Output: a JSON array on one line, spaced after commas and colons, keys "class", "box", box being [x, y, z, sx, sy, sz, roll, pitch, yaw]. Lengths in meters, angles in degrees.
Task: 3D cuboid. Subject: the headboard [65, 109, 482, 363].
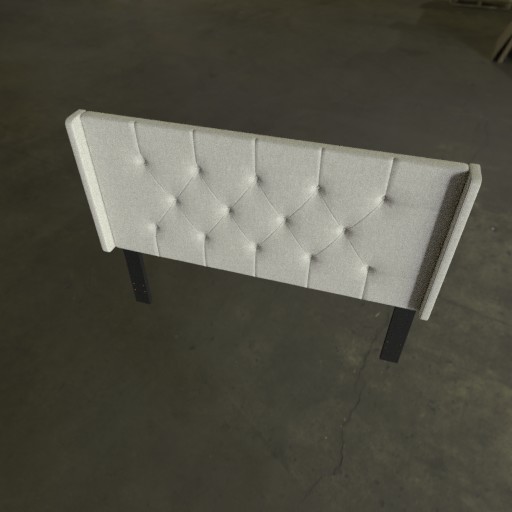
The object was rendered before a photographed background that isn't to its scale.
[{"class": "headboard", "box": [0.000, 0.000, 2.658, 2.051, 1.524, 0.184, 11, 43, 13]}]
